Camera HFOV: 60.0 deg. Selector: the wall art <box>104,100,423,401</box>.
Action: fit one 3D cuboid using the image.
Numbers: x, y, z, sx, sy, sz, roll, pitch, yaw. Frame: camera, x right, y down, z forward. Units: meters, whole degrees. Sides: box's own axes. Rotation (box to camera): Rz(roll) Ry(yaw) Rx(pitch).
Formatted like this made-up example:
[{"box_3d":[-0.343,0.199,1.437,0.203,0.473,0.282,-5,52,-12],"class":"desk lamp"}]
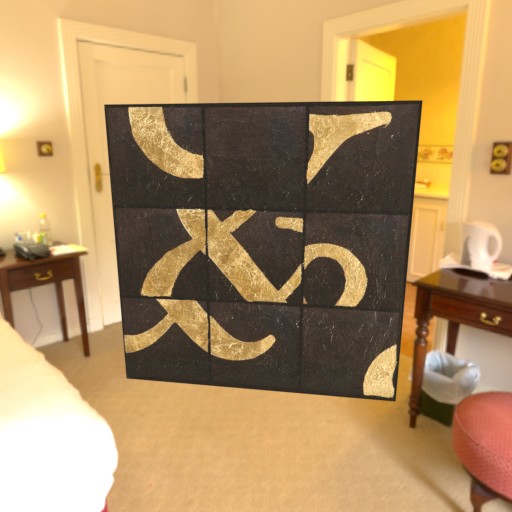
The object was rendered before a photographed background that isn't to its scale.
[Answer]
[{"box_3d":[0.000,0.000,1.160,0.758,0.758,0.044,2,15,9],"class":"wall art"}]
